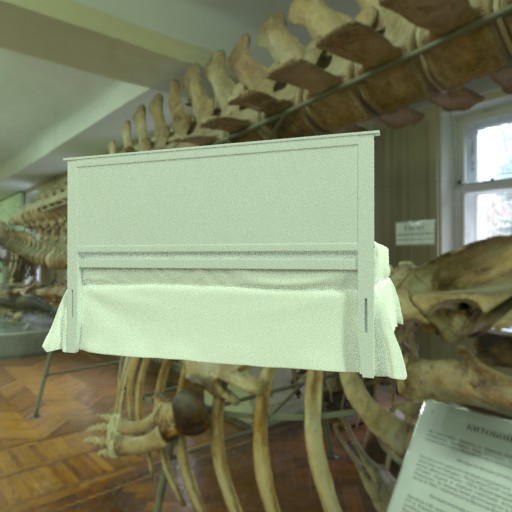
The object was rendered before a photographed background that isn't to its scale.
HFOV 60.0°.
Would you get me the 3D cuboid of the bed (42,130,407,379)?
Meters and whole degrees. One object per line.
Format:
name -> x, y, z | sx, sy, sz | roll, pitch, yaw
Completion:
bed -> 0.000, 0.000, 3.601 | 2.317, 1.273, 2.215 | 0, 0, 19
